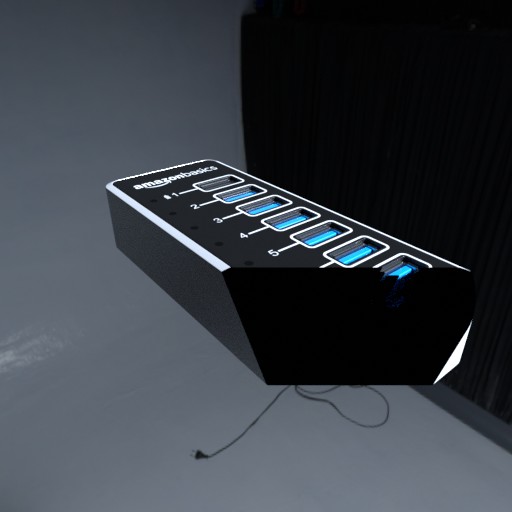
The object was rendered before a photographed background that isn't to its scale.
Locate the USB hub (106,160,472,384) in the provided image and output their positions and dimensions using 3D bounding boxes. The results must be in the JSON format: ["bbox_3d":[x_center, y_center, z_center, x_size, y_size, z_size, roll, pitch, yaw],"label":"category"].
[{"bbox_3d":[0.000,0.000,0.127,0.044,0.023,0.110,-22,37,-33],"label":"USB hub"}]
